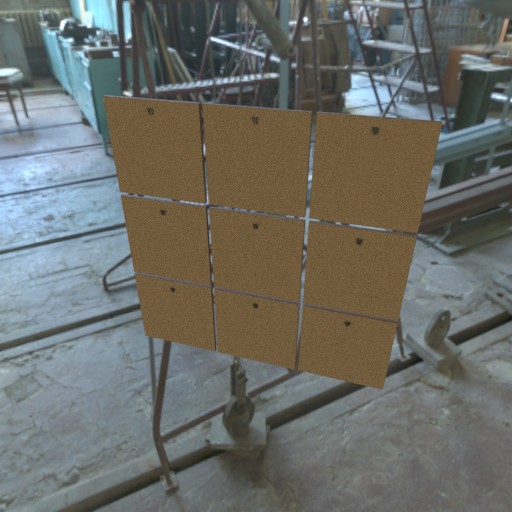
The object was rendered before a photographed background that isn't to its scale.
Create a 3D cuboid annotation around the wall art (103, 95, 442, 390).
[{"bbox_3d":[0.000,0.000,1.865,1.221,1.218,0.024,9,33,15],"label":"wall art"}]
